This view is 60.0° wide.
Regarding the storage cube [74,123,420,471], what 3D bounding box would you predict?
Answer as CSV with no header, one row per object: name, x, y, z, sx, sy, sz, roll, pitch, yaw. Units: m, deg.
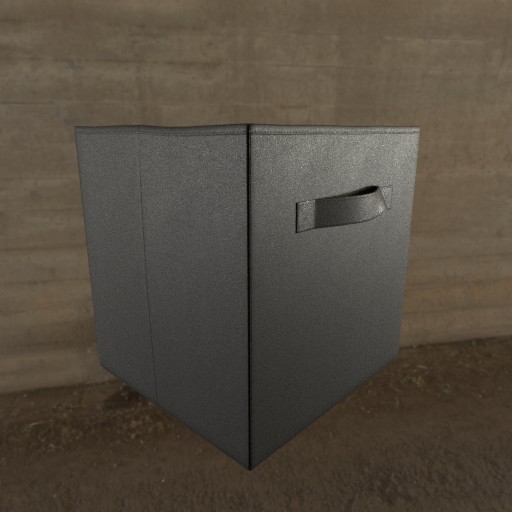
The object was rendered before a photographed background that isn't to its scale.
storage cube,0.000,0.000,0.497,0.270,0.280,0.270,14,21,41
